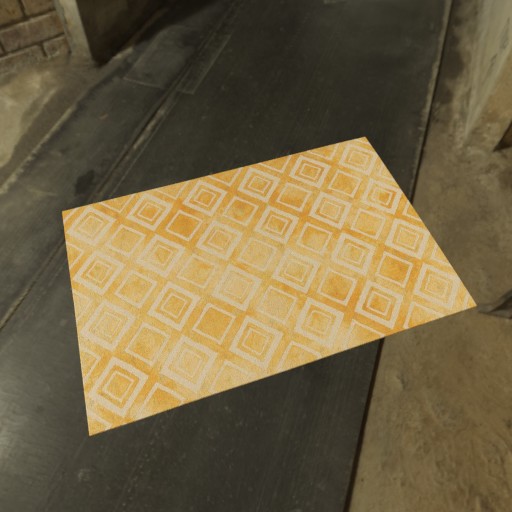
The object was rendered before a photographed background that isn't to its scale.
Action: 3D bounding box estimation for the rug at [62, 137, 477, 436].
[{"bbox_3d":[0.000,0.000,2.261,1.829,0.010,1.213,-16,59,-10],"label":"rug"}]
